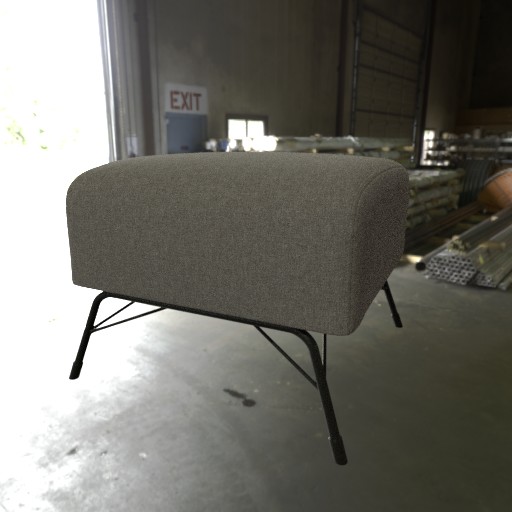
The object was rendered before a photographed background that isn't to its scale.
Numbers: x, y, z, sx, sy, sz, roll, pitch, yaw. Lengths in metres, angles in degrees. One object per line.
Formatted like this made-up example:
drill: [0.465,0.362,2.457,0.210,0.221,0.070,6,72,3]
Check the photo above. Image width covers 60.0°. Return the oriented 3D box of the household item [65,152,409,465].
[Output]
household item: [0.000,0.000,0.895,0.530,0.410,0.530,7,16,25]
